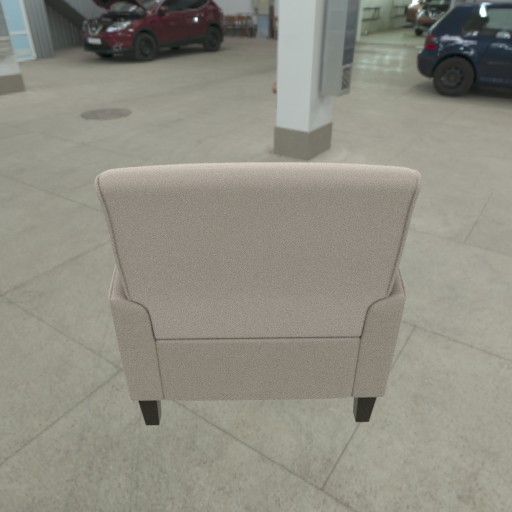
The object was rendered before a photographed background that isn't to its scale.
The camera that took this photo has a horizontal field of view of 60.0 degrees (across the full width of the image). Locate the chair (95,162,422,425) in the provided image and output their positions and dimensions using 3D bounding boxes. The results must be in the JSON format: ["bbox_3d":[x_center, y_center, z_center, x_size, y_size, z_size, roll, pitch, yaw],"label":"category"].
[{"bbox_3d":[0.000,0.000,1.540,0.820,0.915,0.820,-1,31,-1],"label":"chair"}]
